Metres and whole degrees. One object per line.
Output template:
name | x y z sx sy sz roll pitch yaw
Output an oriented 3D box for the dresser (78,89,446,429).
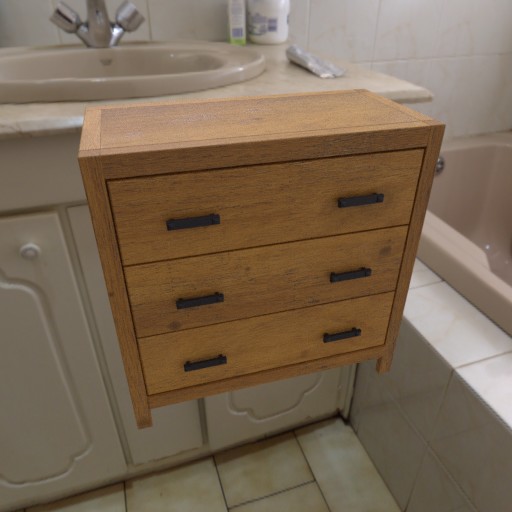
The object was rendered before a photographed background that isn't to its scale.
dresser | 0.000 0.000 1.291 0.804 0.804 0.427 -9 33 -13
